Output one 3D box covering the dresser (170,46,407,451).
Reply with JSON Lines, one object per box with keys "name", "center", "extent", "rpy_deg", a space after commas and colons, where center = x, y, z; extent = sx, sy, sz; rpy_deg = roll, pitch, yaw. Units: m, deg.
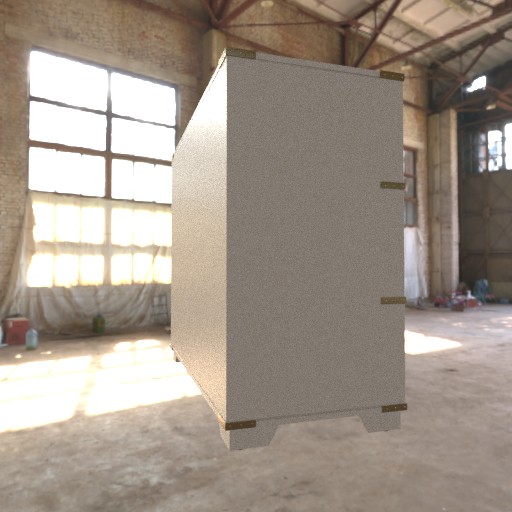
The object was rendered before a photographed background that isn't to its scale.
{"name": "dresser", "center": [0.000, 0.000, 1.515], "extent": [0.460, 0.891, 1.022], "rpy_deg": [0, -1, -17]}
